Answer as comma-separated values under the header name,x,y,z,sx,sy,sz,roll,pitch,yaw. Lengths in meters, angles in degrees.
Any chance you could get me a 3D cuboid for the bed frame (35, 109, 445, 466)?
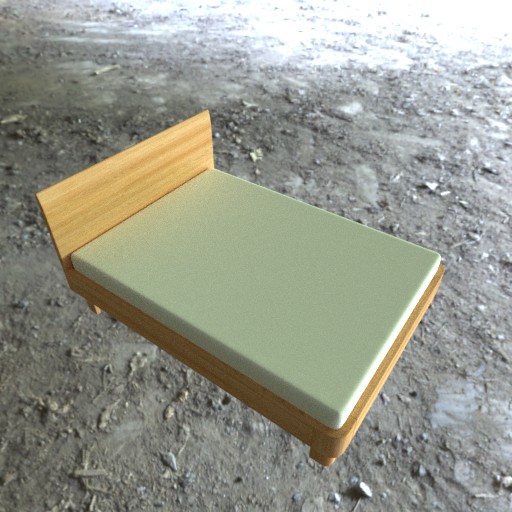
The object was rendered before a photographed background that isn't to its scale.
name,x,y,z,sx,sy,sz,roll,pitch,yaw
bed frame,0.000,0.000,2.786,1.992,0.940,1.472,25,46,26
